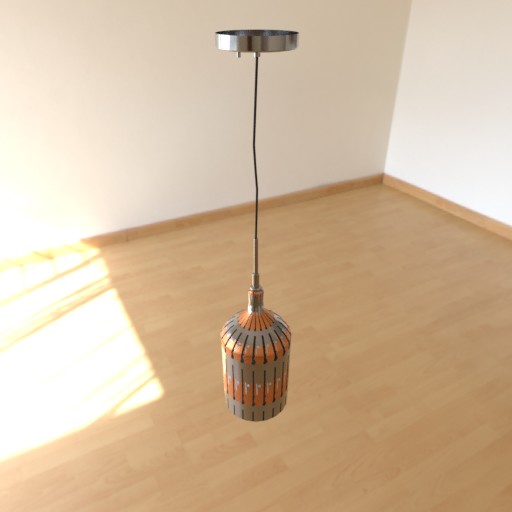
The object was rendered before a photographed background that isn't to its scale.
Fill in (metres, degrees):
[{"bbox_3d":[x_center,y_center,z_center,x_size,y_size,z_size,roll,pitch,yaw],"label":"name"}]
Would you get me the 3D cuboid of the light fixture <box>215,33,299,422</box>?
[{"bbox_3d":[0.000,0.000,1.701,0.303,1.535,0.303,0,31,0],"label":"light fixture"}]
